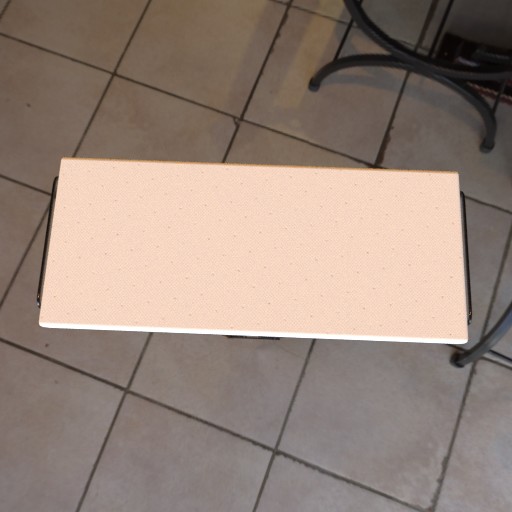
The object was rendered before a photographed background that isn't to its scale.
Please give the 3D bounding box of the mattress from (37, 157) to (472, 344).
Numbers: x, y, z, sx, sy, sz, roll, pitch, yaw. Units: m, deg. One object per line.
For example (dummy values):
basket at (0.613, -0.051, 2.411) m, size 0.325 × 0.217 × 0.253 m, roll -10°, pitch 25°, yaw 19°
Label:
mattress at (0.000, 0.000, 2.473) m, size 2.153 × 0.519 × 0.922 m, roll 2°, pitch 78°, yaw 0°
